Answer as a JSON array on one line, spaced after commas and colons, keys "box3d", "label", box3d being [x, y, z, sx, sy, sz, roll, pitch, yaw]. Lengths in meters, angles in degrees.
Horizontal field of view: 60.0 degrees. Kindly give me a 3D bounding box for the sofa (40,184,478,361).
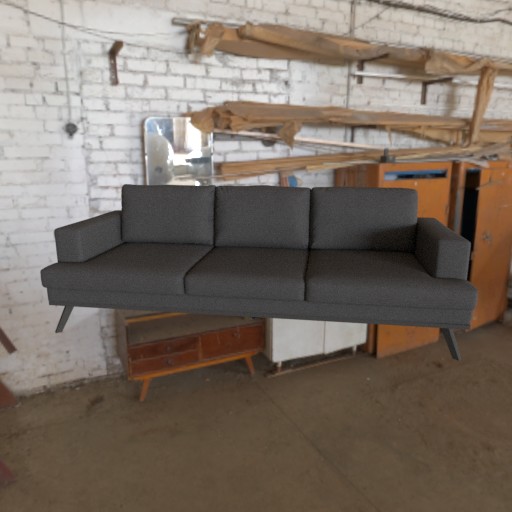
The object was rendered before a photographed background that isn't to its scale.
[{"box3d": [0.000, 0.000, 2.719, 2.310, 0.810, 0.920, 2, 14, 9], "label": "sofa"}]
